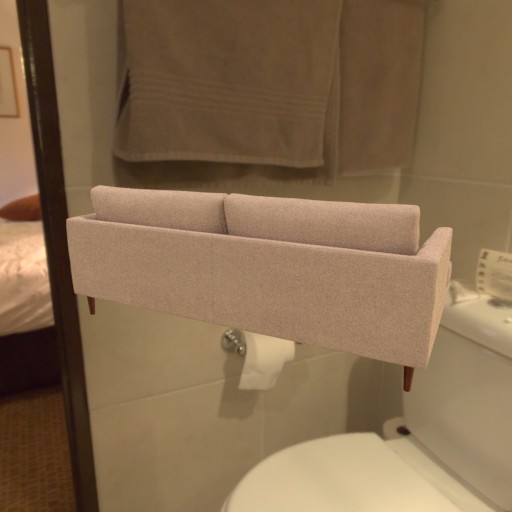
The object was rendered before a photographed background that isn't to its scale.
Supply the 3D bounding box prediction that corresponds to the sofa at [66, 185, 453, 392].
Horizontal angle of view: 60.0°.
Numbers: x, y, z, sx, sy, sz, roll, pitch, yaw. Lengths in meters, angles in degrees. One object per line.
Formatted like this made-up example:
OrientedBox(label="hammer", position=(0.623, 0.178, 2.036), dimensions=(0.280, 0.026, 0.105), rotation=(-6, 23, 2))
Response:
OrientedBox(label="sofa", position=(0.000, 0.000, 2.829), dimensions=(2.250, 0.868, 1.020), rotation=(8, 17, 26))
